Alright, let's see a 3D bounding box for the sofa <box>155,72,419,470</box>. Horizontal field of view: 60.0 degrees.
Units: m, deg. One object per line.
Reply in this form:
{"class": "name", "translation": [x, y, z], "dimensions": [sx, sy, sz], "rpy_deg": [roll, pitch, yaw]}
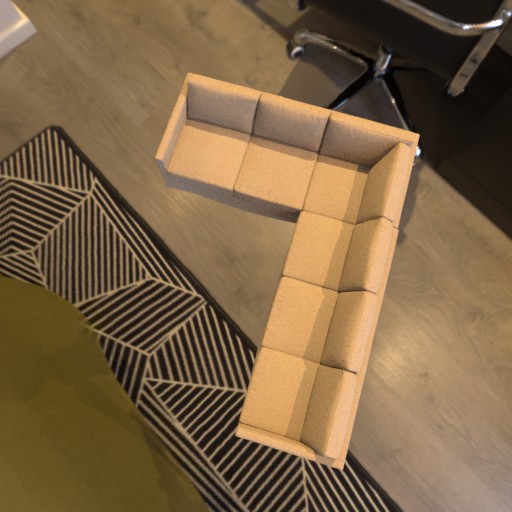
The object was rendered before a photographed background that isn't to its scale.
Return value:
{"class": "sofa", "translation": [0.000, 0.000, 4.295], "dimensions": [2.432, 0.871, 3.182], "rpy_deg": [16, 76, 4]}
